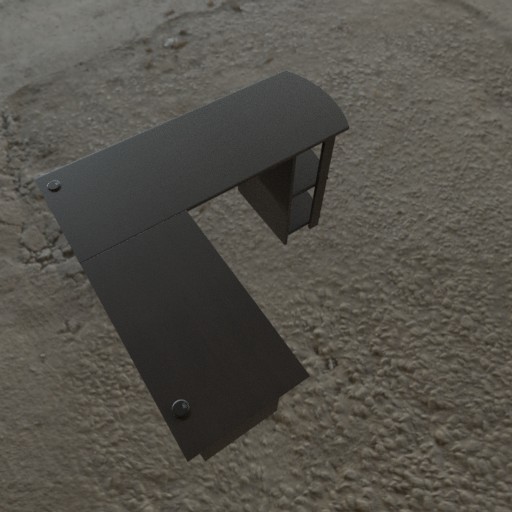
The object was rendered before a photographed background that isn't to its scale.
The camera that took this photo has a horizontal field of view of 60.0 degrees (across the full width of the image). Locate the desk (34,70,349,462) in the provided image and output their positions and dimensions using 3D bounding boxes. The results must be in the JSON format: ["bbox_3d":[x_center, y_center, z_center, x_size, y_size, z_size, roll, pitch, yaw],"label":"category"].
[{"bbox_3d":[0.000,0.000,2.071,1.361,0.716,1.303,-30,63,-17],"label":"desk"}]
